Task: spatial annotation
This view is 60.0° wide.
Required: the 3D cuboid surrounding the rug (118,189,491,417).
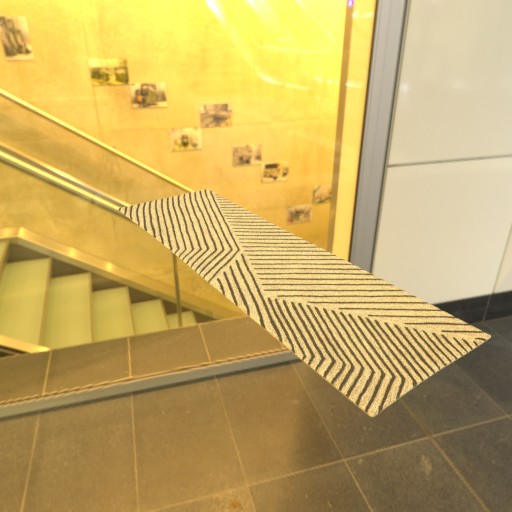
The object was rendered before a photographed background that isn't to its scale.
[{"bbox_3d":[0.000,0.000,2.604,0.773,0.020,2.439,-18,32,-31],"label":"rug"}]
